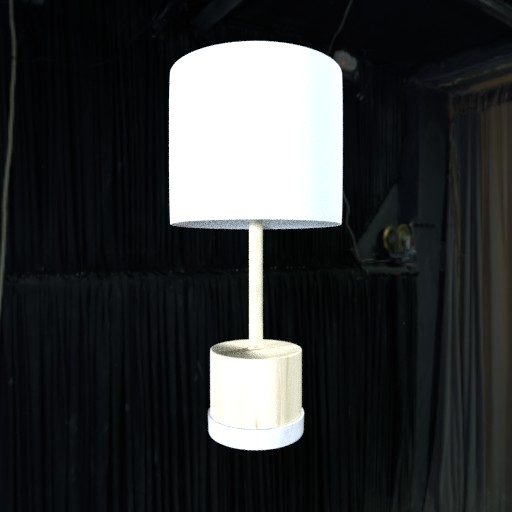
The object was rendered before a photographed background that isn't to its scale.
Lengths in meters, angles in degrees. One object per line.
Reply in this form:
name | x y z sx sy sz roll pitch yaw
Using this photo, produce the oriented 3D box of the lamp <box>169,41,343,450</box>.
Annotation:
lamp | 0.000 0.000 0.598 0.229 0.470 0.229 -1 1 -37
